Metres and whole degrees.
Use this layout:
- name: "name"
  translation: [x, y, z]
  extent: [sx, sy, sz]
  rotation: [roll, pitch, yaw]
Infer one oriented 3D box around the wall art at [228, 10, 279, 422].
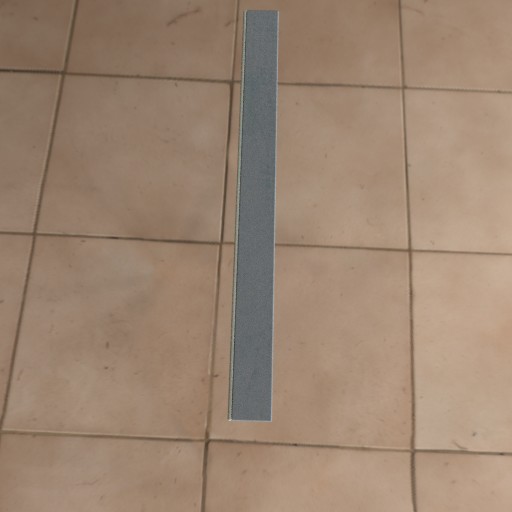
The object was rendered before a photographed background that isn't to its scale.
- name: "wall art"
  translation: [0.000, 0.000, 0.665]
  extent: [0.037, 0.509, 0.409]
  rotation: [1, 76, 0]
